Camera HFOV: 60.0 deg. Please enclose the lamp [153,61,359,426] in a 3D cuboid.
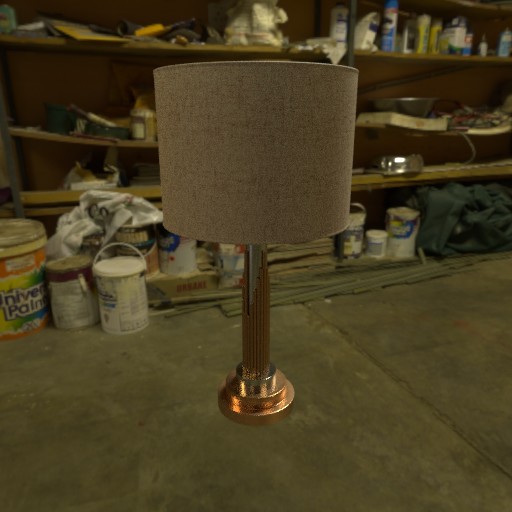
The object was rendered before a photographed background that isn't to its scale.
[{"bbox_3d":[0.000,0.000,0.798,0.321,0.610,0.321,8,19,24],"label":"lamp"}]
